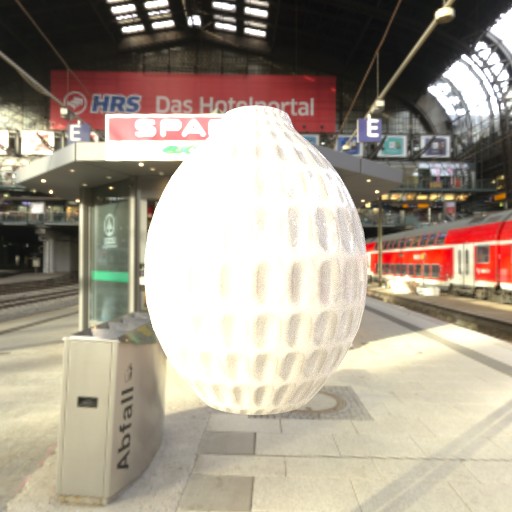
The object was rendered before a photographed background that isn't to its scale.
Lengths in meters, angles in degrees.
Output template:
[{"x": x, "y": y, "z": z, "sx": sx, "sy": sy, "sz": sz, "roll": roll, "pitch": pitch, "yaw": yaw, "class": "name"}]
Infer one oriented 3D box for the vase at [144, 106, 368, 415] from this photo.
[{"x": 0.000, "y": 0.000, "z": 0.262, "sx": 0.128, "sy": 0.167, "sz": 0.128, "roll": 0, "pitch": -1, "yaw": 0, "class": "vase"}]
